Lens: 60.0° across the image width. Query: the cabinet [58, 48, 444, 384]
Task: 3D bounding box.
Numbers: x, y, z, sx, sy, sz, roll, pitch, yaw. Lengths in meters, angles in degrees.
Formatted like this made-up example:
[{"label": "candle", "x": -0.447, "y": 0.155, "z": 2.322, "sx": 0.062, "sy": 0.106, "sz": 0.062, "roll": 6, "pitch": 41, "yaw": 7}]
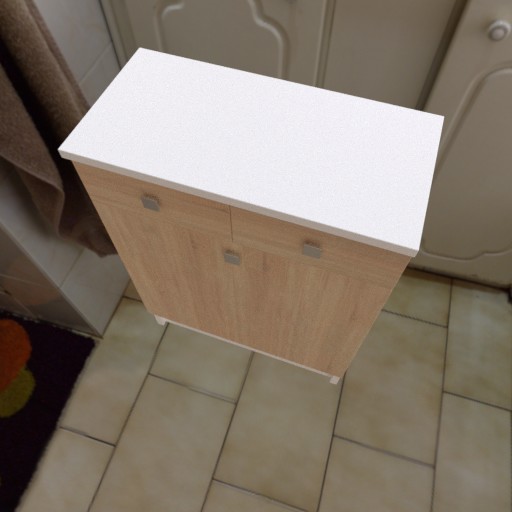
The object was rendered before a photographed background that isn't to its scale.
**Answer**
[{"label": "cabinet", "x": 0.000, "y": 0.000, "z": 1.107, "sx": 0.600, "sy": 0.815, "sz": 0.296, "roll": 17, "pitch": 60, "yaw": 10}]
